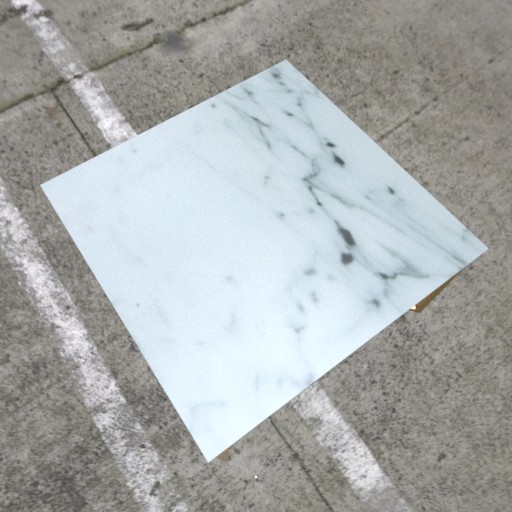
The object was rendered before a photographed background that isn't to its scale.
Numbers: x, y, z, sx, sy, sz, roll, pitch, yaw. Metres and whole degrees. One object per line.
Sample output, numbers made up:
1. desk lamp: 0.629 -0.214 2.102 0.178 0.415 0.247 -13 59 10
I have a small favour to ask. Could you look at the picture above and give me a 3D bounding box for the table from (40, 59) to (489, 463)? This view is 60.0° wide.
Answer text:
1. table: 0.000 0.000 1.304 0.800 0.450 0.800 -33 68 -15
